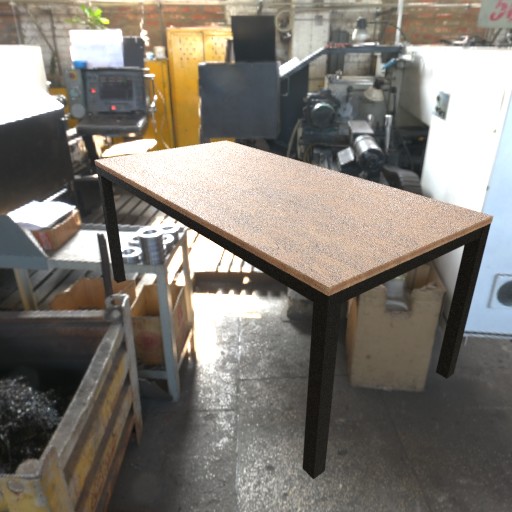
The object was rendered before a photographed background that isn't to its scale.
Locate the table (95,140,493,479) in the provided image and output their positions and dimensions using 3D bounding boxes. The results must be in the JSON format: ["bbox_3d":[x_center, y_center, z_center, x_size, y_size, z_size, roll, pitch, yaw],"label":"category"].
[{"bbox_3d":[0.000,0.000,2.253,0.893,0.767,1.805,-19,31,-33],"label":"table"}]
